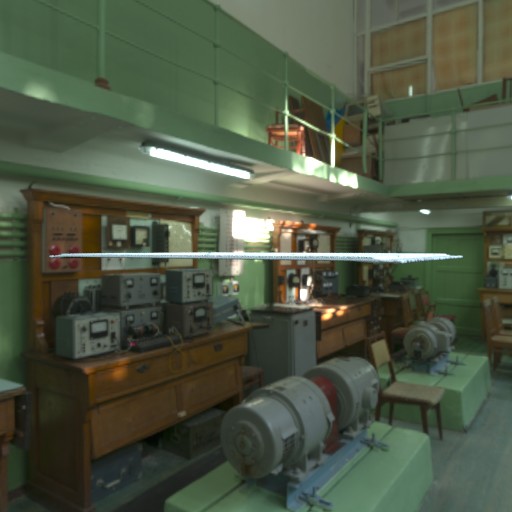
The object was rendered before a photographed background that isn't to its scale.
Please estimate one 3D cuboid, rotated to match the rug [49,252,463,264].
[{"bbox_3d":[0.000,0.000,2.926,2.307,0.031,1.494,1,1,34],"label":"rug"}]
